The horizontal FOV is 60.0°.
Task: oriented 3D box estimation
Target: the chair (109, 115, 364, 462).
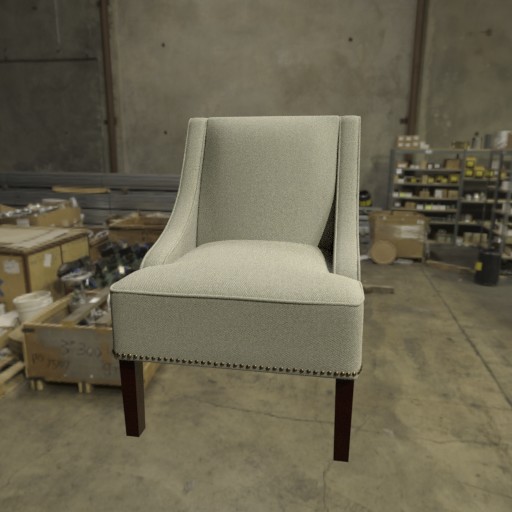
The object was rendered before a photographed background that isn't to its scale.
[{"bbox_3d":[0.000,0.000,1.368,0.628,0.872,0.748,2,13,10],"label":"chair"}]
